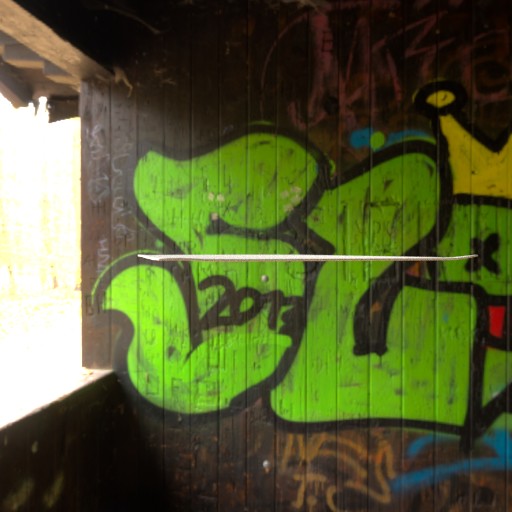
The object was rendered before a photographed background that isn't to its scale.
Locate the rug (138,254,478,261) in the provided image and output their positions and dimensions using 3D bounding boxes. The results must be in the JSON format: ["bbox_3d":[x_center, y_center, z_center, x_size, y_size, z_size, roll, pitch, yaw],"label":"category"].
[{"bbox_3d":[0.000,0.000,2.462,1.214,0.023,1.947,0,1,-17],"label":"rug"}]
